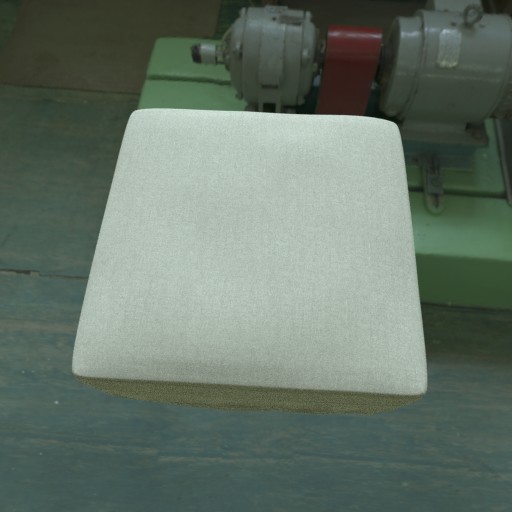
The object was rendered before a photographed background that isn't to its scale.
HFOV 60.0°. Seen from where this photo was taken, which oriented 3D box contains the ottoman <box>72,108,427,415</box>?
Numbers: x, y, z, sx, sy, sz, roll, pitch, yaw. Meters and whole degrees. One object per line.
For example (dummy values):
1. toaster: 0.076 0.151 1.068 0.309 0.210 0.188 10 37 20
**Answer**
1. ottoman: 0.000 0.000 1.326 0.843 0.436 0.840 3 64 1
